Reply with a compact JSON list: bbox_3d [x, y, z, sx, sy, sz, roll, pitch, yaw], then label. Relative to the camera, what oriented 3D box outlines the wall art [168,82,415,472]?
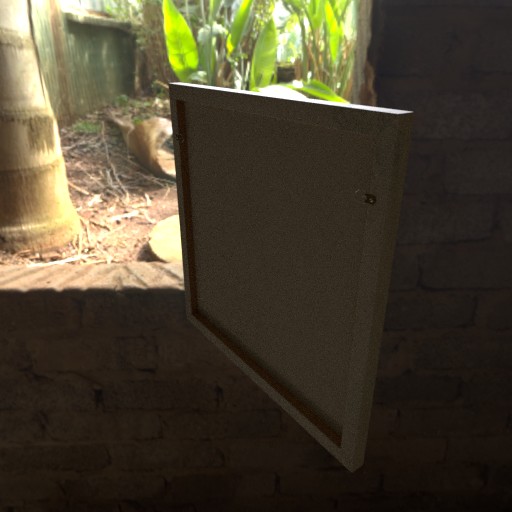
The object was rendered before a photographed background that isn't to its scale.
[{"bbox_3d":[0.000,0.000,1.102,0.041,0.762,0.762,-17,30,-32],"label":"wall art"}]
